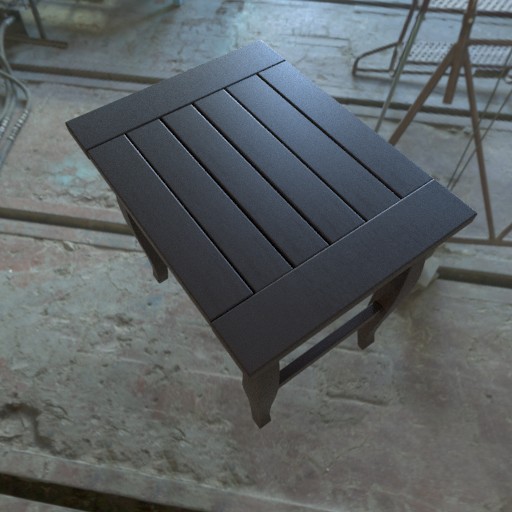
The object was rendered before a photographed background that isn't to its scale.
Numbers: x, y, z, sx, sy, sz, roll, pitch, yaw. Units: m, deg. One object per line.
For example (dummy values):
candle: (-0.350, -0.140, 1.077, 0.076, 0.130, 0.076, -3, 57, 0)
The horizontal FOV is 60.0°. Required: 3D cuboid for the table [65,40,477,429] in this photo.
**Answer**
table: (0.000, 0.000, 1.035, 0.460, 0.605, 0.602, -31, 63, -18)
